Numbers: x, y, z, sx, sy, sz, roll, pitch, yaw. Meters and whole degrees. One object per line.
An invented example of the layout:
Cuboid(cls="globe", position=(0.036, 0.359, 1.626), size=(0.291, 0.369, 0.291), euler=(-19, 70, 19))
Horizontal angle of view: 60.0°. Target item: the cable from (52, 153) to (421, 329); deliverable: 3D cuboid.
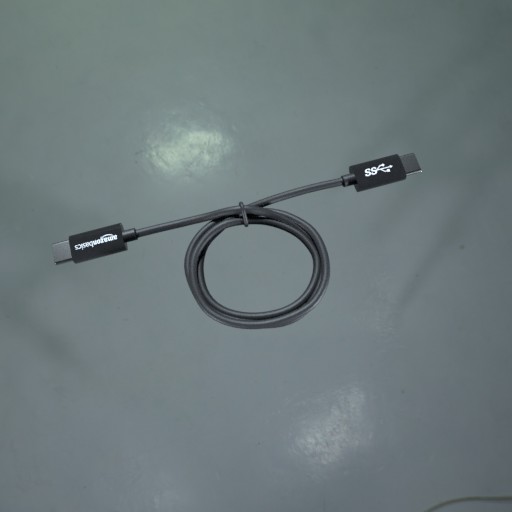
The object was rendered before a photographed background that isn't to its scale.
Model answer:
Cuboid(cls="cable", position=(0.000, 0.000, 0.210), size=(0.186, 0.014, 0.070), euler=(-15, 75, -4))
